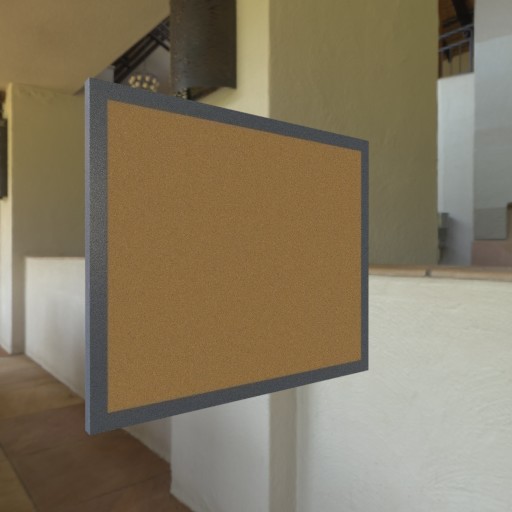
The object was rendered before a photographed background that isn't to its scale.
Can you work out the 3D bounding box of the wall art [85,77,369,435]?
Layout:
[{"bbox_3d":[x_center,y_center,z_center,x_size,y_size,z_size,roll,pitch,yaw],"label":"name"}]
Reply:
[{"bbox_3d":[0.000,0.000,0.894,0.660,0.558,0.026,0,0,-36],"label":"wall art"}]
